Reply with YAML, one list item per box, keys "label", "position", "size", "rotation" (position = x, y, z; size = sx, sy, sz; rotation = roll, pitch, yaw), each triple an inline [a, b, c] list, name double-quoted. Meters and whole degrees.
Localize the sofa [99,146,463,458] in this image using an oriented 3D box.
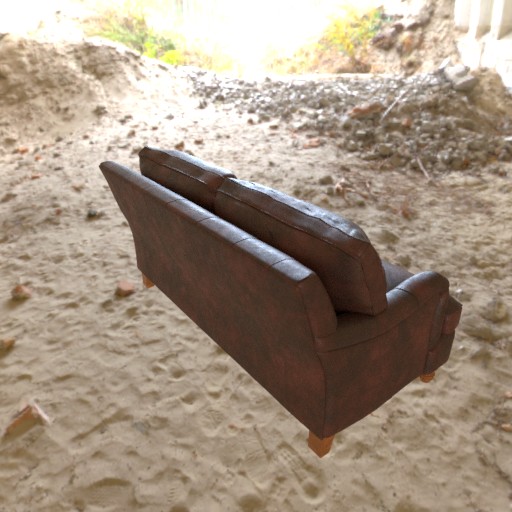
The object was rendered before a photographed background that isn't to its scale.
- label: "sofa"
  position: [0.000, 0.000, 2.725]
  size: [1.147, 1.071, 2.144]
  rotation: [-18, 31, -32]
